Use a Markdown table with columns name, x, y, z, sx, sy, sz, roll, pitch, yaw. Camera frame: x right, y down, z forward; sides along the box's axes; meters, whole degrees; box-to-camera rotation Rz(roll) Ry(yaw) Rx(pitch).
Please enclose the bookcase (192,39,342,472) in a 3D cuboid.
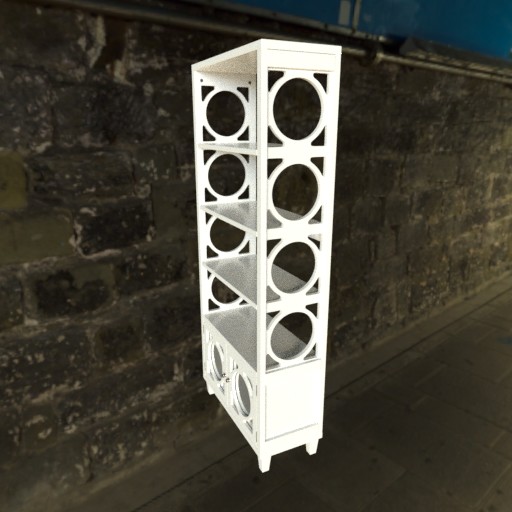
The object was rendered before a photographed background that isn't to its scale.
| name | x | y | z | sx | sy | sz | roll | pitch | yaw |
| --- | --- | --- | --- | --- | --- | --- | --- | --- | --- |
| bookcase | 0.000 | 0.000 | 2.159 | 0.361 | 1.869 | 0.761 | -8 | 18 | -25 |
